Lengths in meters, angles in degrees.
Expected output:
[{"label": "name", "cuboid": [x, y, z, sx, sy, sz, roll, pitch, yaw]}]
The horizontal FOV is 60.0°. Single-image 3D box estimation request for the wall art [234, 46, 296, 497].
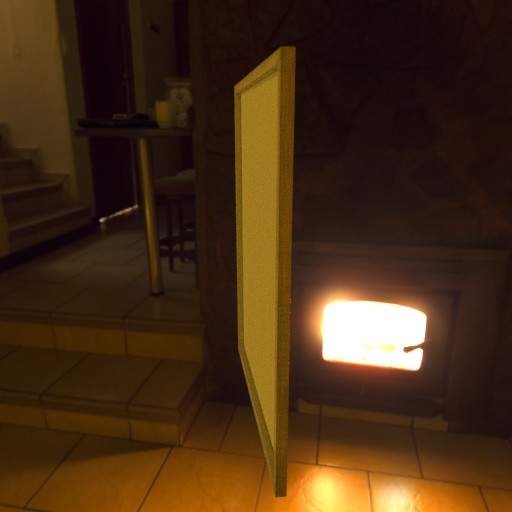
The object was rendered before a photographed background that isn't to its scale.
[{"label": "wall art", "cuboid": [0.000, 0.000, 1.328, 0.035, 1.022, 0.781, -3, 16, -9]}]
